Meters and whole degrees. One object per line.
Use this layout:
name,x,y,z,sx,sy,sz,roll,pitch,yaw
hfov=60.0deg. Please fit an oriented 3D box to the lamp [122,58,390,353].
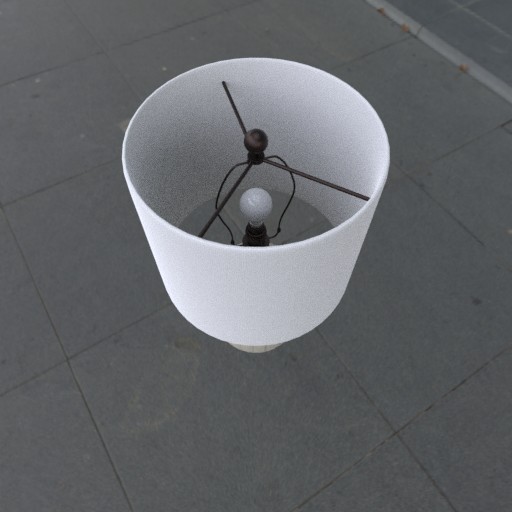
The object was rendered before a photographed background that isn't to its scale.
lamp,0.000,0.000,0.778,0.329,0.570,0.329,-15,60,-9
